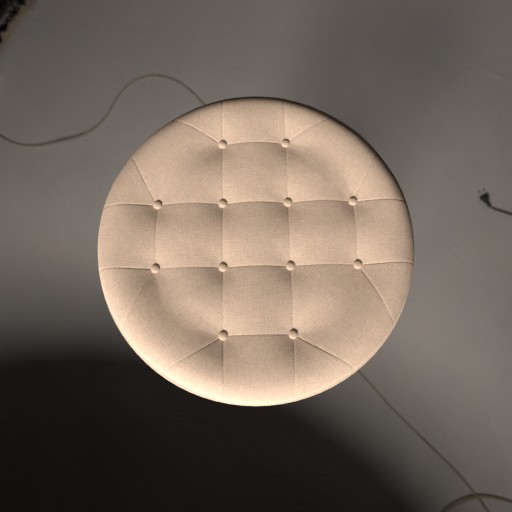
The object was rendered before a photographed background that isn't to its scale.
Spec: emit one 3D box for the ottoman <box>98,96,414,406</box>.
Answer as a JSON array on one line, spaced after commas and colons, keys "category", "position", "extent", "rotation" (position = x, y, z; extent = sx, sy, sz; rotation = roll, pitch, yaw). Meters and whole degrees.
[{"category": "ottoman", "position": [0.000, 0.000, 1.359], "extent": [0.848, 0.494, 0.848], "rotation": [0, 76, 0]}]
